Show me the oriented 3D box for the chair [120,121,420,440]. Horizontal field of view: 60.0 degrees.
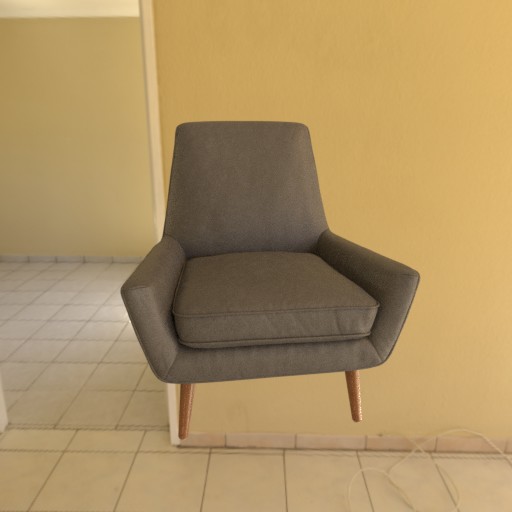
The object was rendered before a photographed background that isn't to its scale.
[{"bbox_3d":[0.000,0.000,1.510,0.787,0.888,0.822,-2,16,-8],"label":"chair"}]
